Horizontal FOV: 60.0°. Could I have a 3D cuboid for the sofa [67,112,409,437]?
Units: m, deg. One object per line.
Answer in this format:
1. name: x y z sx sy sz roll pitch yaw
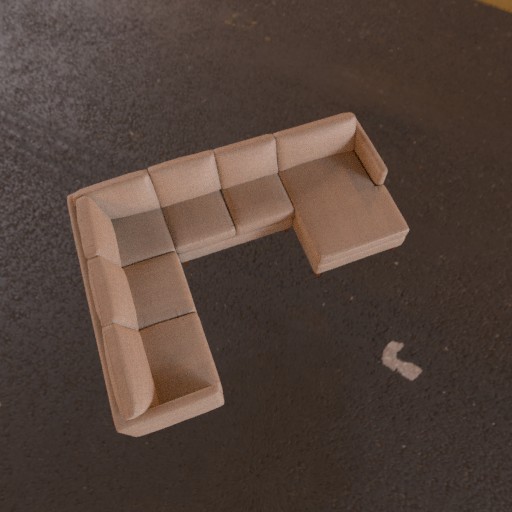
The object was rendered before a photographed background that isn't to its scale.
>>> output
1. sofa: 0.000 0.000 4.740 3.460 0.961 2.594 -18 65 -9
